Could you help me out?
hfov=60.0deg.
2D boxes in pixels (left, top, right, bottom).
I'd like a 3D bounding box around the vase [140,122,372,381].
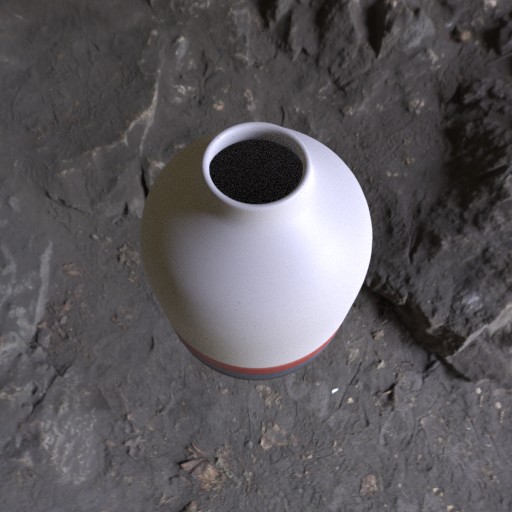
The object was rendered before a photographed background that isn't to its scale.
[{"bbox_3d":[0.000,0.000,0.359,0.169,0.237,0.169,0,63,0],"label":"vase"}]
